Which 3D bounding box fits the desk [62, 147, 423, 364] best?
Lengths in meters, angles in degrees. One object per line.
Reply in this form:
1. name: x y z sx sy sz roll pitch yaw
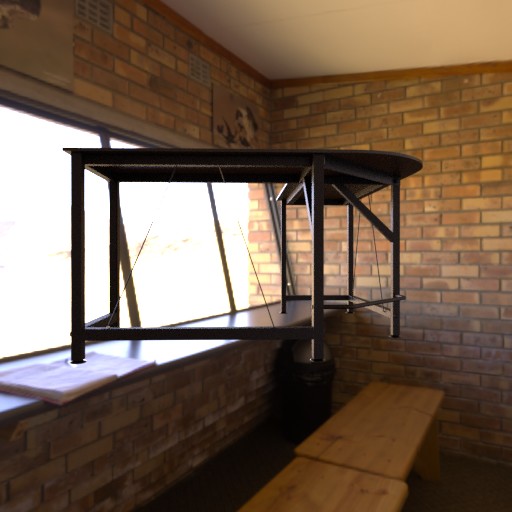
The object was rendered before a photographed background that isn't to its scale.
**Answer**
1. desk: 0.000 0.000 2.269 1.400 0.762 1.400 0 0 -2
